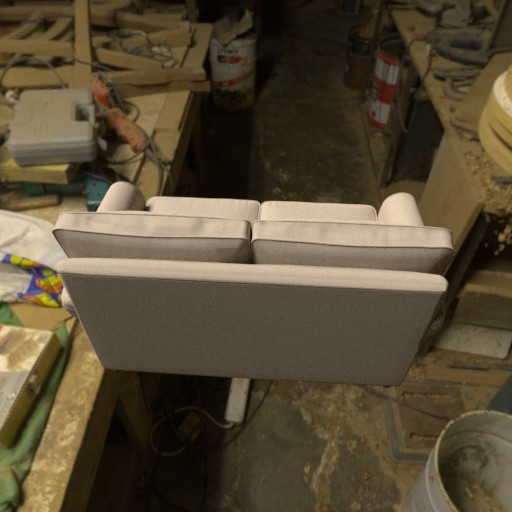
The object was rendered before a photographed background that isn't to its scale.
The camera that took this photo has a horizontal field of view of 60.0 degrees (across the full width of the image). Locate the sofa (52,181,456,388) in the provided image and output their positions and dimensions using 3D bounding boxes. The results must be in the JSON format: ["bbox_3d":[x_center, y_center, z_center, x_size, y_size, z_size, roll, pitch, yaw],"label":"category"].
[{"bbox_3d":[0.000,0.000,2.212,1.665,0.937,0.964,3,45,3],"label":"sofa"}]
